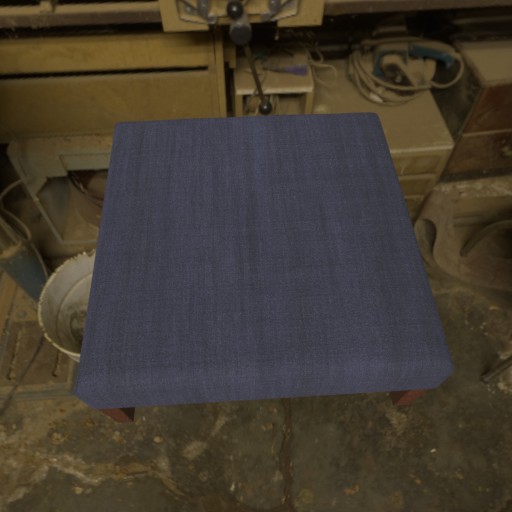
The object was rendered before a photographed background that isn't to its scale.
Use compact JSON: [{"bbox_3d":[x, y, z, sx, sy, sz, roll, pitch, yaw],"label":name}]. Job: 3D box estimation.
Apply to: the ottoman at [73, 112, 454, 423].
[{"bbox_3d":[0.000,0.000,1.377,0.889,0.411,0.890,-3,58,-2],"label":"ottoman"}]
